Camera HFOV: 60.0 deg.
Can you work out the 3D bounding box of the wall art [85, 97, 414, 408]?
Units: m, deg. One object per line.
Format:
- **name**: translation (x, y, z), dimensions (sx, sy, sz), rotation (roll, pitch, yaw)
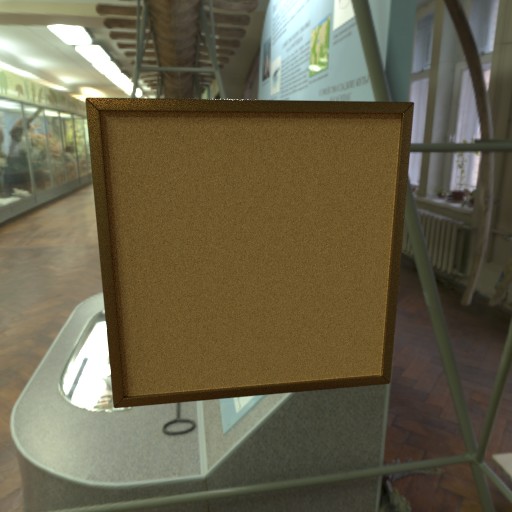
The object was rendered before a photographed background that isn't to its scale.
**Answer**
- **wall art**: translation (0.000, 0.000, 0.461), dimensions (0.305, 0.305, 0.037), rotation (-2, 15, -9)
